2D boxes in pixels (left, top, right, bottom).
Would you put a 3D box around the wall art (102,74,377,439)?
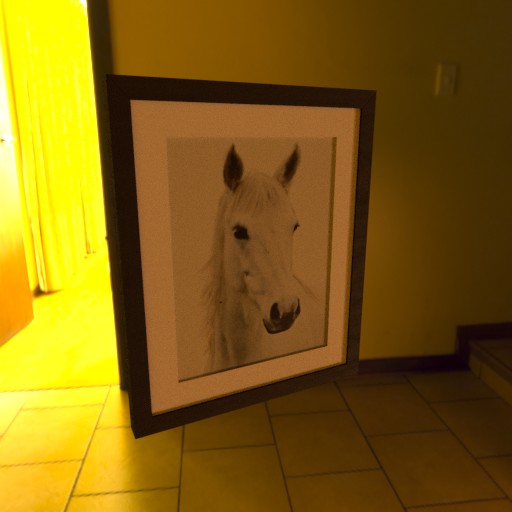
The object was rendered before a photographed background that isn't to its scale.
[{"bbox_3d":[0.000,0.000,0.761,0.455,0.552,0.034,-7,17,-26],"label":"wall art"}]
